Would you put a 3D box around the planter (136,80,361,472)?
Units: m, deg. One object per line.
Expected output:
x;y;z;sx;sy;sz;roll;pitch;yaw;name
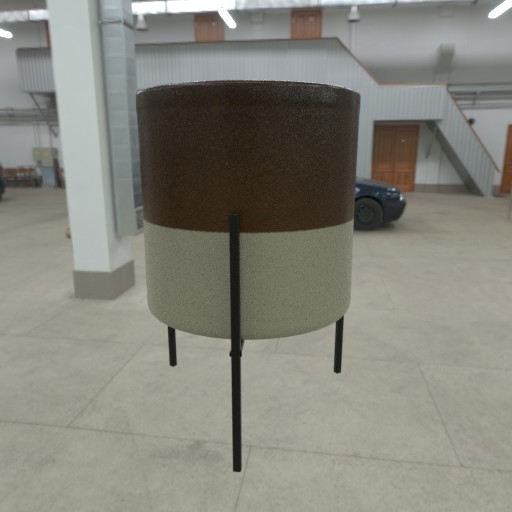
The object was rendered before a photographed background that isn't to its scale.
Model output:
0.000;0.000;0.548;0.269;0.375;0.255;-7;16;-26;planter
